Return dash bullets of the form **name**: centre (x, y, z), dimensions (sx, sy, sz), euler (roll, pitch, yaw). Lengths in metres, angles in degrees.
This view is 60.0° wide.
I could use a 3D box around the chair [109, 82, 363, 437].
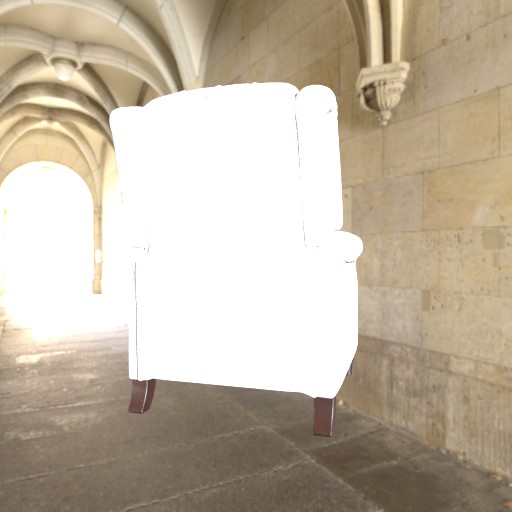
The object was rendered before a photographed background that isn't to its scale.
- **chair**: centre (0.000, 0.000, 1.679), dimensions (0.742, 1.035, 0.902), euler (0, 0, 18)
